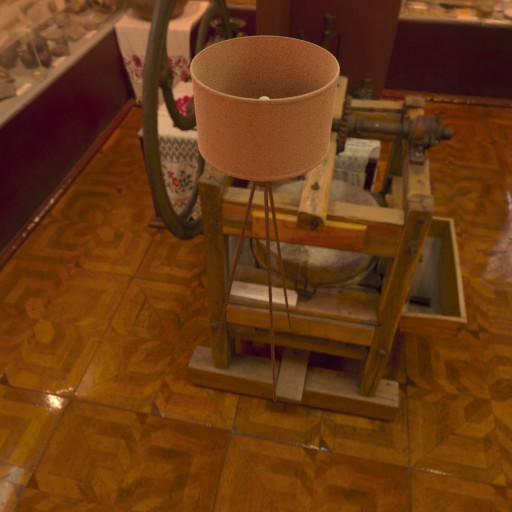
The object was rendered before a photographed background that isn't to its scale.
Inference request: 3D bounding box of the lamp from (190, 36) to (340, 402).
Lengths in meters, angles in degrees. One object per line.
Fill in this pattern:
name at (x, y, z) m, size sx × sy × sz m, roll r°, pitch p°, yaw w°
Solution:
lamp at (0.000, 0.000, 1.780) m, size 0.460 × 1.545 × 0.449 m, roll 10°, pitch 47°, yaw 9°
